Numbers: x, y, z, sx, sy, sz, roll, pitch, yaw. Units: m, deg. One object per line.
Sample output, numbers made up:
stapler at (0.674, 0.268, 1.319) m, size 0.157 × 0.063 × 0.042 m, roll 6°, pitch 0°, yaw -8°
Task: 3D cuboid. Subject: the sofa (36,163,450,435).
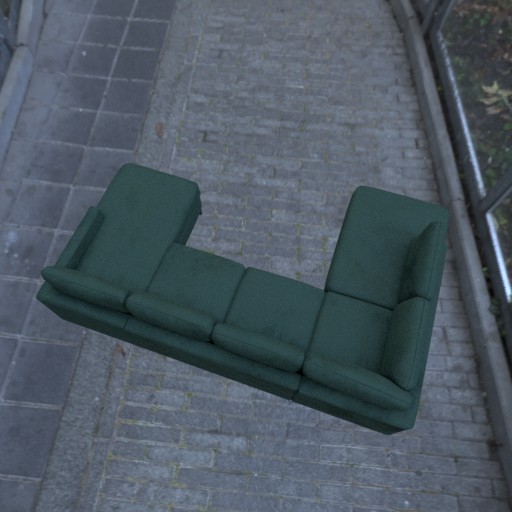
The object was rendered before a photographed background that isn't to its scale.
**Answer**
sofa at (0.000, 0.000, 3.779) m, size 2.994 × 0.861 × 1.992 m, roll 17°, pitch 65°, yaw 8°
